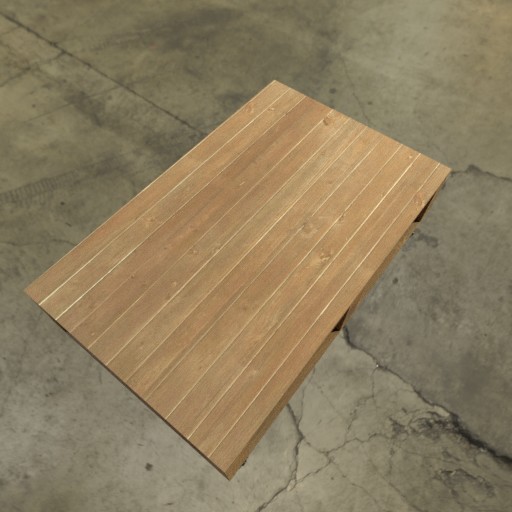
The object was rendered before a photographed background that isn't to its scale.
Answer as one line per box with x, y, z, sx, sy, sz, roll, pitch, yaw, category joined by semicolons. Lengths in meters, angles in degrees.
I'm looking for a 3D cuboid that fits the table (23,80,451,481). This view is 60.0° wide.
0.000;0.000;1.692;0.827;0.413;1.299;34;64;19;table
